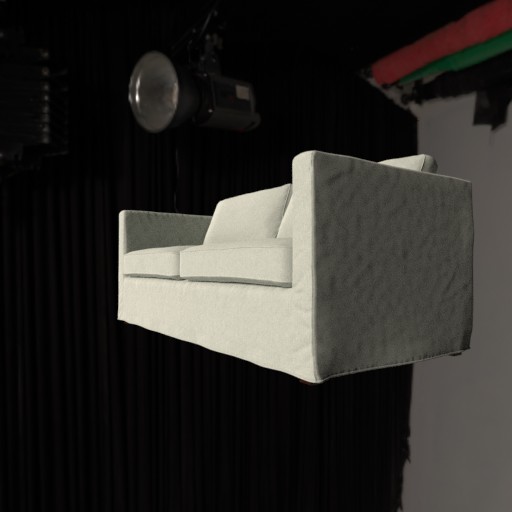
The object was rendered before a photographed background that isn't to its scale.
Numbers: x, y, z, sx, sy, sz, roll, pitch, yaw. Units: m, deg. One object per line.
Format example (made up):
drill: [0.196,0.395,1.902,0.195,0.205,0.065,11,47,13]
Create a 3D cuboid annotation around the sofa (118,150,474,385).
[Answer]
sofa: [0.000,0.000,2.429,0.940,0.870,1.987,1,-1,-34]
